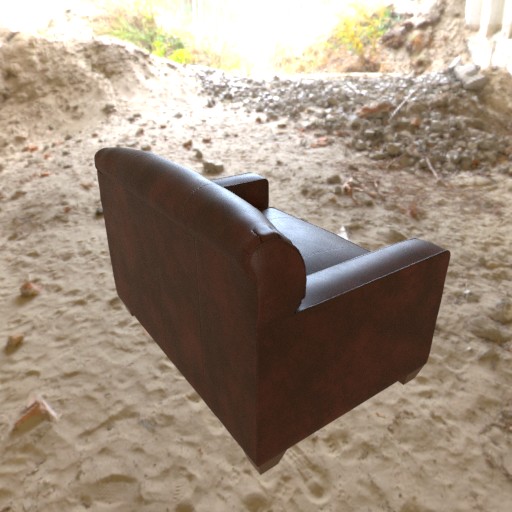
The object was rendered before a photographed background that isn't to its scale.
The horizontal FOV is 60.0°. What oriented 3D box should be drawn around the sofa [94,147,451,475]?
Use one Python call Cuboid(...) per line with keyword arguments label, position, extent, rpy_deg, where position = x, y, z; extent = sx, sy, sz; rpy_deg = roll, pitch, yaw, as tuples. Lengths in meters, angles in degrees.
Cuboid(label="sofa", position=(0.000, 0.000, 2.072), extent=(1.000, 0.956, 1.413), rpy_deg=(-17, 31, -31))
